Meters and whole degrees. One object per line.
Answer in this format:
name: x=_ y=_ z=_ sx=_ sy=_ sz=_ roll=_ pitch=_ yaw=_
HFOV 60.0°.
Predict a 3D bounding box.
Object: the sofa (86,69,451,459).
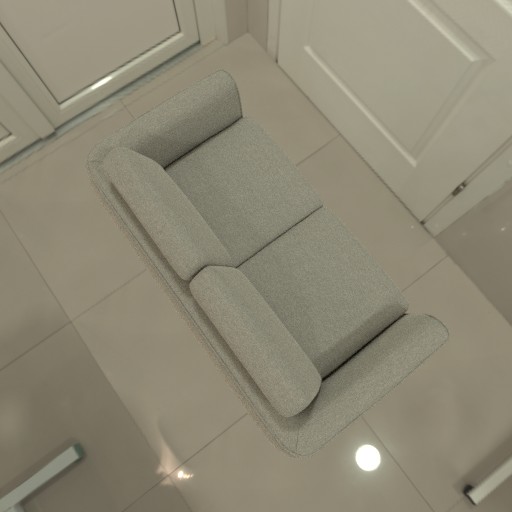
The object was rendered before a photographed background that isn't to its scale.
sofa: x=0.000 y=0.000 z=2.158 sx=0.920 sy=0.850 sz=1.700 roll=-36 pitch=78 yaw=-9
